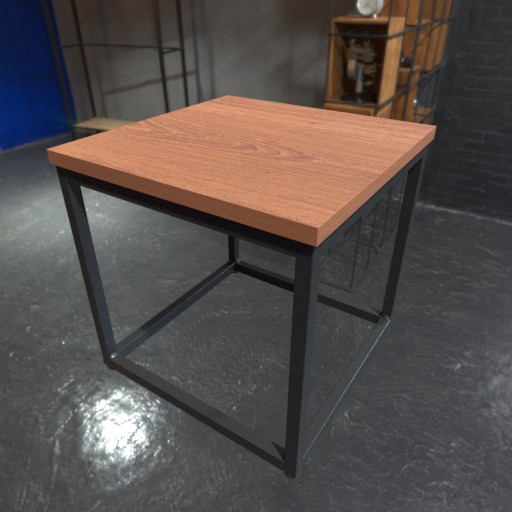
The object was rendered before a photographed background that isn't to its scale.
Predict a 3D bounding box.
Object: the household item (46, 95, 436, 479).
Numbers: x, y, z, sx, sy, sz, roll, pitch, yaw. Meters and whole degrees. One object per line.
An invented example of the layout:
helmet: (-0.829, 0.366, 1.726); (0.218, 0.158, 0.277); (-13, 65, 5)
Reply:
household item: (0.000, 0.000, 0.738); (0.400, 0.400, 0.400); (19, 36, 28)
